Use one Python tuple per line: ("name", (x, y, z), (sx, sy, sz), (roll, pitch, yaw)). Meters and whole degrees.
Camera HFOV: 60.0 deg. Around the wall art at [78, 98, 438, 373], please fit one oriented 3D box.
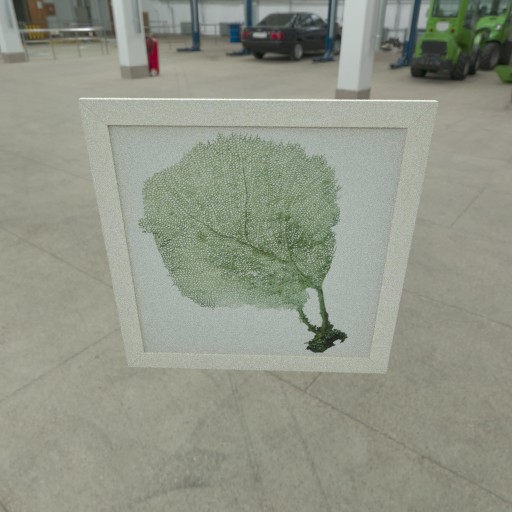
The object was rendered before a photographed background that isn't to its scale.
("wall art", (0.000, 0.000, 0.869), (0.584, 0.584, 0.013), (1, 29, 2))
